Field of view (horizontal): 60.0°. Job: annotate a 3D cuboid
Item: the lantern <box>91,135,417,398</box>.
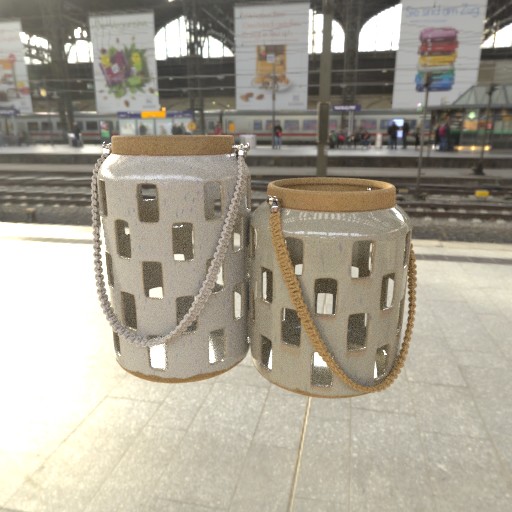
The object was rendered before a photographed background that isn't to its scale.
[{"bbox_3d":[0.000,0.000,0.488,0.347,0.255,0.184,3,16,9],"label":"lantern"}]
